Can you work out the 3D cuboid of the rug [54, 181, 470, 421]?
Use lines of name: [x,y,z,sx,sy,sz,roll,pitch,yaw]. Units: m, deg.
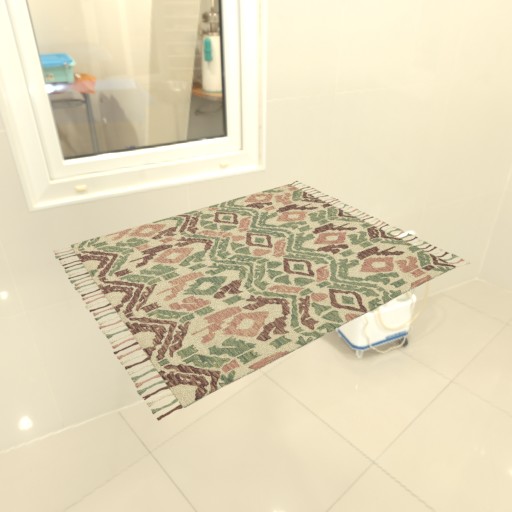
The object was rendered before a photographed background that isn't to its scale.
rug: [0.000,0.000,4.095,3.048,0.010,2.438,-20,36,-30]
